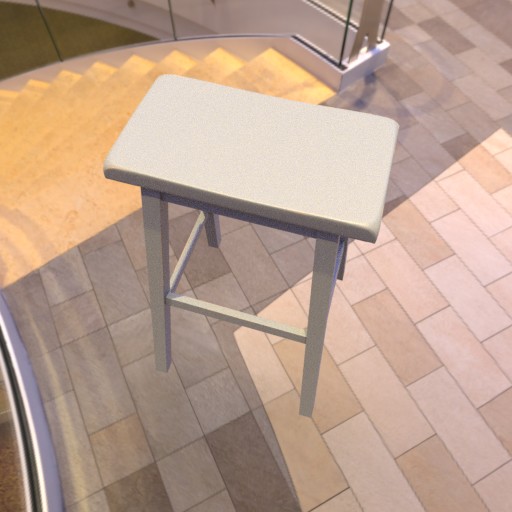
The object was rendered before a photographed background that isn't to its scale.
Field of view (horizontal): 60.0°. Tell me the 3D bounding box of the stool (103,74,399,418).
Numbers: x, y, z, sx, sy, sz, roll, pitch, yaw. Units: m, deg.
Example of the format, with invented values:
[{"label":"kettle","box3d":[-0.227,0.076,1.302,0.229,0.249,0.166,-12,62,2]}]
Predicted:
[{"label":"stool","box3d":[0.000,0.000,1.043,0.457,0.737,0.476,14,60,9]}]
